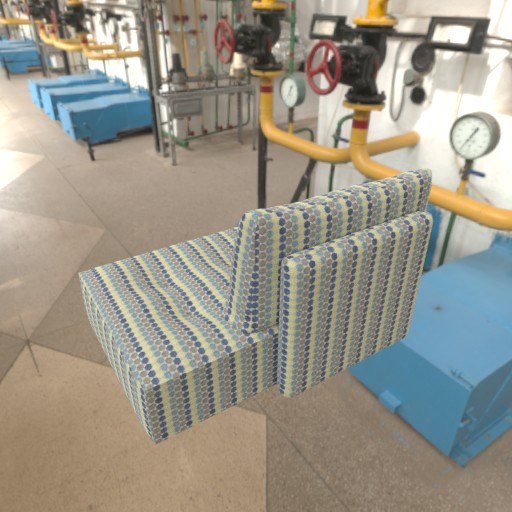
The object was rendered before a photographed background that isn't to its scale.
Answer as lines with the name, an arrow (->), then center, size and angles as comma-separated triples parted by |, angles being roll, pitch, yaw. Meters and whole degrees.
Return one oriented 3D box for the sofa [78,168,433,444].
sofa -> 0.000, 0.000, 2.071 | 1.450, 0.820, 1.000 | -18, 35, -28
